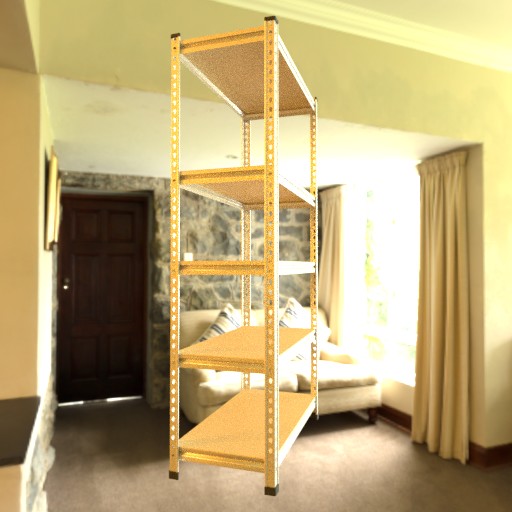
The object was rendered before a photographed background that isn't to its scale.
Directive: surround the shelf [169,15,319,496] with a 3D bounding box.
[{"bbox_3d":[0.000,0.000,2.187,0.457,1.829,0.914,0,-1,18],"label":"shelf"}]
